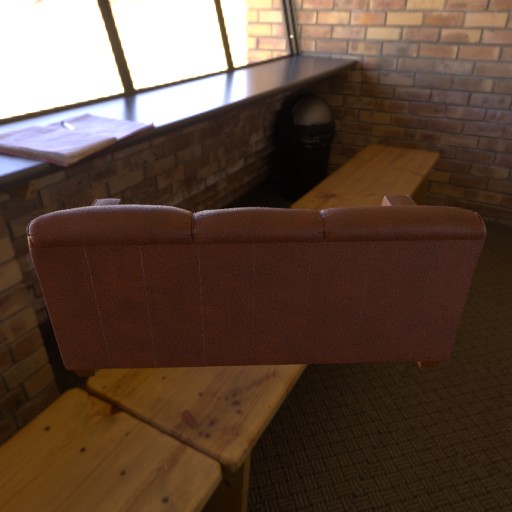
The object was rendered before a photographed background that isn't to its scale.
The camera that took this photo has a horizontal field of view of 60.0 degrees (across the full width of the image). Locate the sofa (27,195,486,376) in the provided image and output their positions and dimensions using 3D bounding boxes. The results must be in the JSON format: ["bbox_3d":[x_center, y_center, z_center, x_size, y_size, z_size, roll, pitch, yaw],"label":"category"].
[{"bbox_3d":[0.000,0.000,2.525,2.039,0.953,1.008,-1,30,-2],"label":"sofa"}]
